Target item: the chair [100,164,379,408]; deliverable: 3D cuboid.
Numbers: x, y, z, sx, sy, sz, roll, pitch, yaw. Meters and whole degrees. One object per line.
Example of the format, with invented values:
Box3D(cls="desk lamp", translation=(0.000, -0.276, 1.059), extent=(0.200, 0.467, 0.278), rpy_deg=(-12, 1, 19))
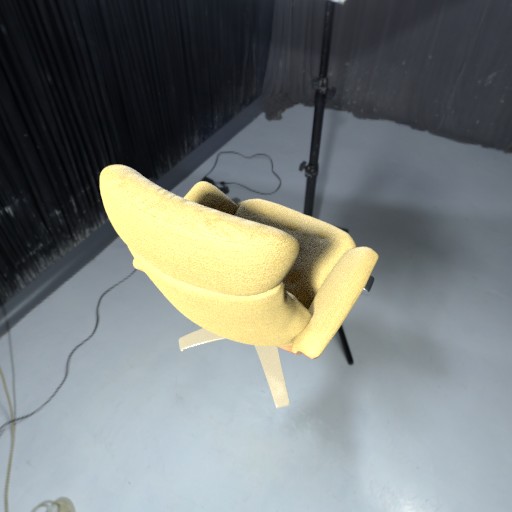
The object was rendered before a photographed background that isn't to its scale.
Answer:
Box3D(cls="chair", translation=(0.000, 0.000, 1.551), extent=(0.785, 0.995, 0.837), rpy_deg=(24, 51, 21))
